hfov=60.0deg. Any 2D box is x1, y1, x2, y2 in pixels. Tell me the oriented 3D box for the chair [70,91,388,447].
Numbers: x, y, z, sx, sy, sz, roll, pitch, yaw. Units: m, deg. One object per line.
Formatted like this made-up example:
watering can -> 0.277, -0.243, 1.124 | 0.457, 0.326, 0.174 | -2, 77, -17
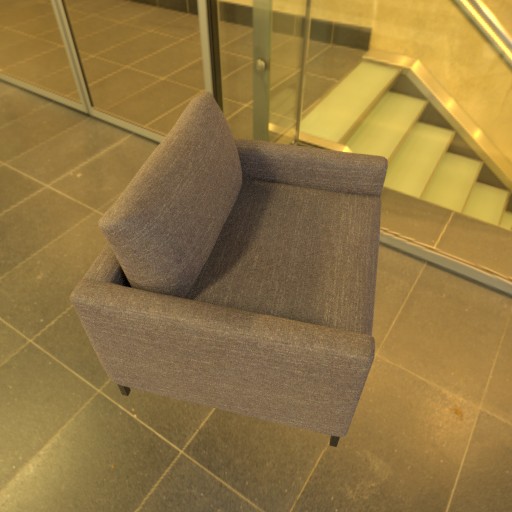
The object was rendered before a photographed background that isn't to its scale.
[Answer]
chair -> 0.000, 0.000, 1.577 | 0.845, 0.841, 0.940 | 10, 47, 10
